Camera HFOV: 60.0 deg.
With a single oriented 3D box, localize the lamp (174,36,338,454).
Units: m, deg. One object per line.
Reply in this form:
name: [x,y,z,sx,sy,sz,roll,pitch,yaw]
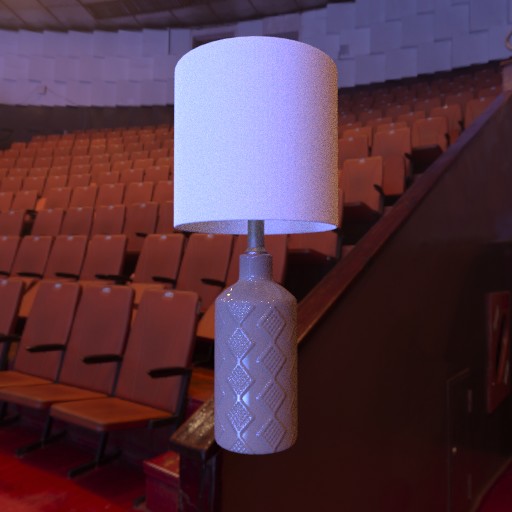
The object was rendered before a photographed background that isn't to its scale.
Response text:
lamp: [0.000,0.000,0.567,0.207,0.461,0.207,-1,-2,37]
